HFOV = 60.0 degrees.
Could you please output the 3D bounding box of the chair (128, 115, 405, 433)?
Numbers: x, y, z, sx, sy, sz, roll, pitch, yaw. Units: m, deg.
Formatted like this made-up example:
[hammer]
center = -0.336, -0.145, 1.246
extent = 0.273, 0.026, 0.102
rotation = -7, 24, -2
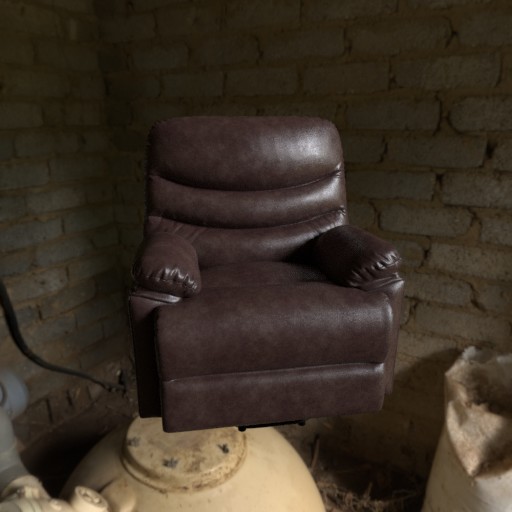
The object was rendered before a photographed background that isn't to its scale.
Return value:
[chair]
center = 0.000, 0.000, 1.724
extent = 0.940, 1.041, 0.879
rotation = -3, 18, -8
